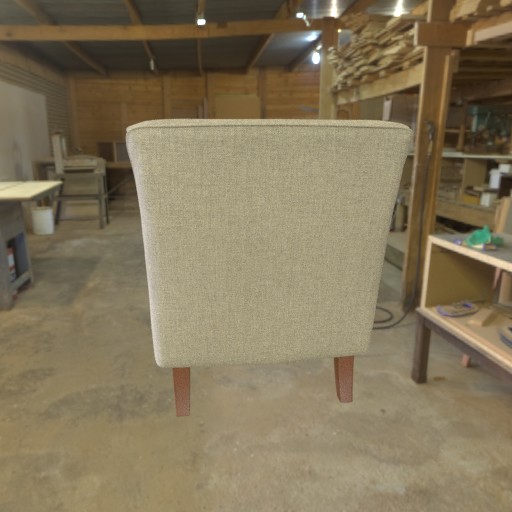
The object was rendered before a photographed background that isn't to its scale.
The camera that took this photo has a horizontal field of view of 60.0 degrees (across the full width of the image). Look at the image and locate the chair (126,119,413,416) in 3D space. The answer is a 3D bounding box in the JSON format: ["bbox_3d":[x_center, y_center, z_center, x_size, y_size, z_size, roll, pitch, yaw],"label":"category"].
[{"bbox_3d":[0.000,0.000,1.833,0.887,1.047,0.993,-2,15,-8],"label":"chair"}]
